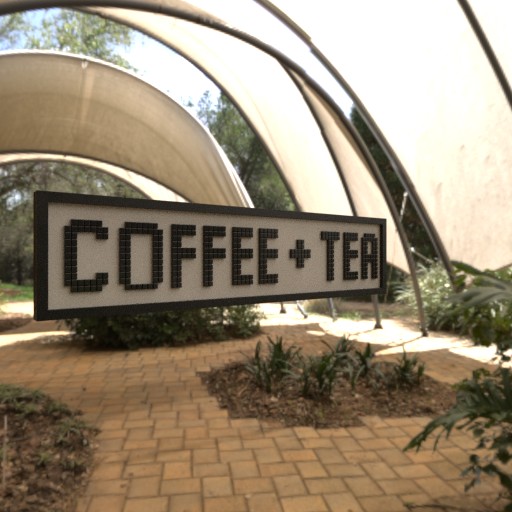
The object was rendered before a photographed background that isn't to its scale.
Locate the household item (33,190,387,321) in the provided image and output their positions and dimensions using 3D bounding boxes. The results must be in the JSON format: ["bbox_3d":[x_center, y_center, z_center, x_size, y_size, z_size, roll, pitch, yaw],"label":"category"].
[{"bbox_3d":[0.000,0.000,1.104,1.001,0.236,0.030,0,0,-37],"label":"household item"}]
